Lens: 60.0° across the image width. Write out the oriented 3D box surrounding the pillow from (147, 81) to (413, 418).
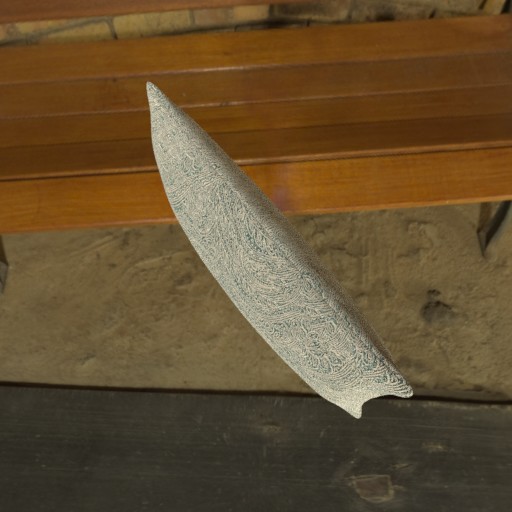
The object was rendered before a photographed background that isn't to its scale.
[{"bbox_3d":[0.000,0.000,0.751,0.151,0.295,0.615,-33,68,-15],"label":"pillow"}]
